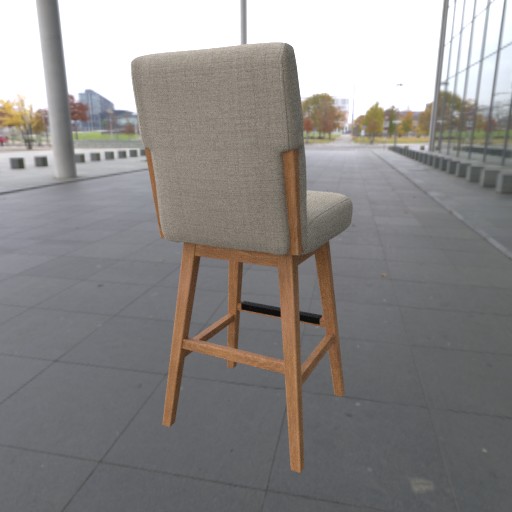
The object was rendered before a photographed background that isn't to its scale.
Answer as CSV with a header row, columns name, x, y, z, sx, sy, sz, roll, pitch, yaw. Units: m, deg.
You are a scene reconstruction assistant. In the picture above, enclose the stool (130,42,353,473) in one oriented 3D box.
name,x,y,z,sx,sy,sz,roll,pitch,yaw
stool,0.000,0.000,1.373,0.483,1.106,0.569,8,17,26
